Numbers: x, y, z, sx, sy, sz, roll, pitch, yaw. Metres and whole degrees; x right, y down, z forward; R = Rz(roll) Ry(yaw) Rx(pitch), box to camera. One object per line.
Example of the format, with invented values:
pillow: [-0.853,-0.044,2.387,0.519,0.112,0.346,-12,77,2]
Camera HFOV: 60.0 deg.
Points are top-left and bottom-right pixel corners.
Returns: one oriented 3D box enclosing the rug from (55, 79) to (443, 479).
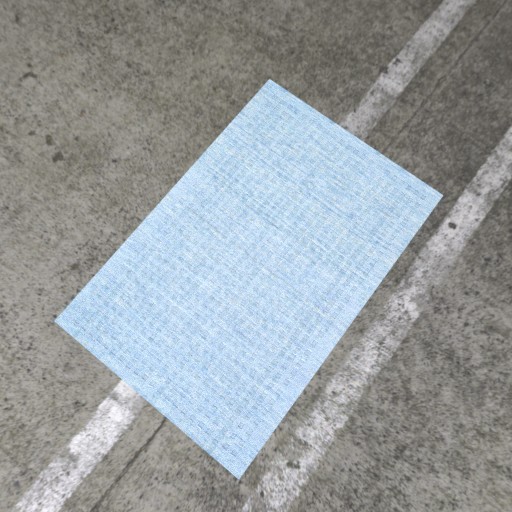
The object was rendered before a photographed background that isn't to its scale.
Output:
rug: [0.000,0.000,2.973,1.522,0.006,2.286,37,78,9]
